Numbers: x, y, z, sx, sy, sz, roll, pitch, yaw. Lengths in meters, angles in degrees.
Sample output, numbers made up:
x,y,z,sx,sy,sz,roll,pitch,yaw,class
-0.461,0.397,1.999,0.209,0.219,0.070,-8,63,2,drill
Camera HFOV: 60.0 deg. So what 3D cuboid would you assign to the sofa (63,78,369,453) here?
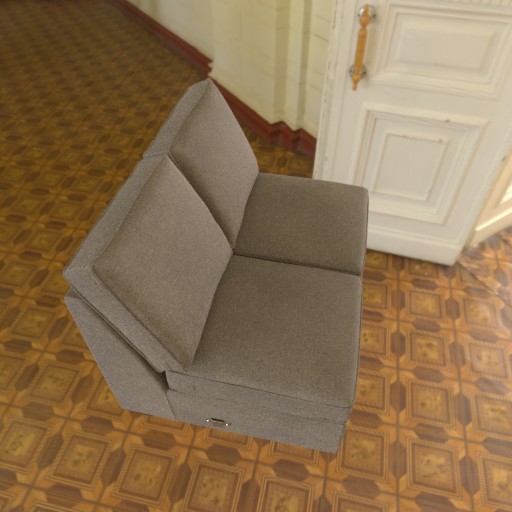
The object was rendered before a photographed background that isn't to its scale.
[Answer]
x,y,z,sx,sy,sz,roll,pitch,yaw,class
0.000,0.000,1.934,0.951,1.008,1.237,9,47,8,sofa
